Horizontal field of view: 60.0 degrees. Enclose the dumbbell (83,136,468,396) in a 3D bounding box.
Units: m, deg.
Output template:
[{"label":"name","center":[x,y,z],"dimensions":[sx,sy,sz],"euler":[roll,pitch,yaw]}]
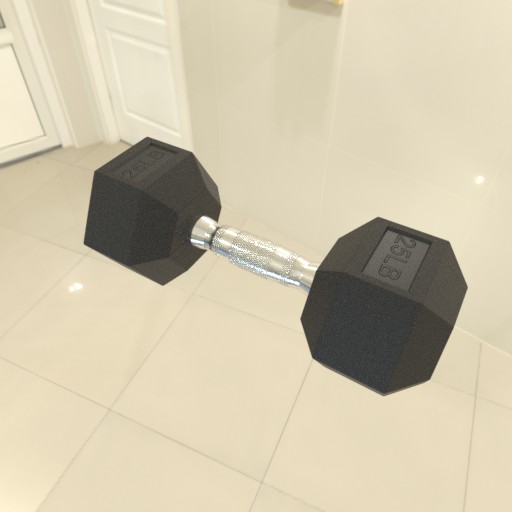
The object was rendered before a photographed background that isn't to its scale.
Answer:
[{"label":"dumbbell","center":[0.000,0.000,0.373],"dimensions":[0.315,0.113,0.129],"euler":[23,49,22]}]
